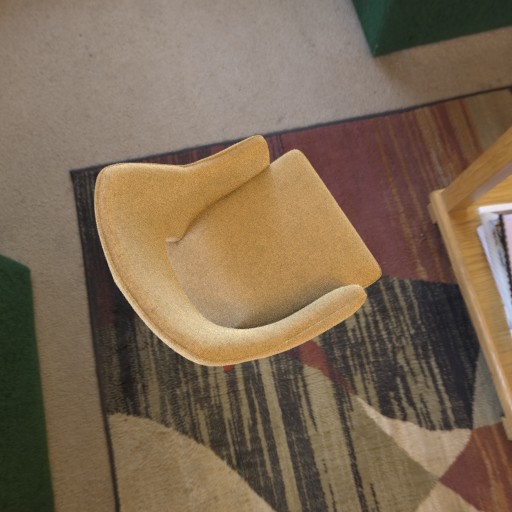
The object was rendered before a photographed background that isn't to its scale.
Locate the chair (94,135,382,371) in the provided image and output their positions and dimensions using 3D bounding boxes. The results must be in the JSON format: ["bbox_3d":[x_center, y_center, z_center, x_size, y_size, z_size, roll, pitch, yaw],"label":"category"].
[{"bbox_3d":[0.000,0.000,1.239,0.605,0.849,0.548,-30,77,-7],"label":"chair"}]
